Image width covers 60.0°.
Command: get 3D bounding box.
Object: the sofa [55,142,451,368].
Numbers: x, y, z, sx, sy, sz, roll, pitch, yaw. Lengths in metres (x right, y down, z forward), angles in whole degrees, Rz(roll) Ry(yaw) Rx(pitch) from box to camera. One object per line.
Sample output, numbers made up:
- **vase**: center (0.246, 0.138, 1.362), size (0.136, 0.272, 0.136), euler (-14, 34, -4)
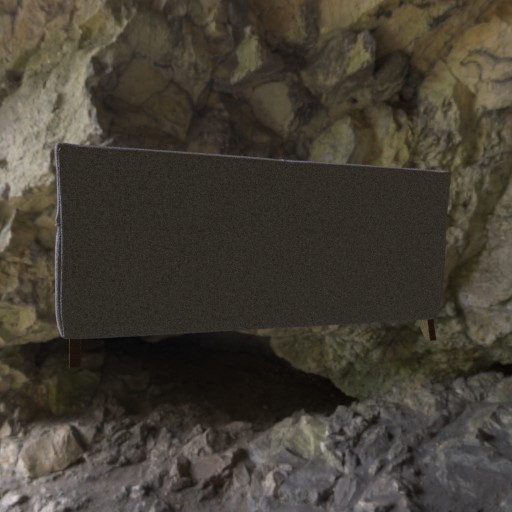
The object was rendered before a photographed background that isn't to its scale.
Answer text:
- **sofa**: center (0.000, 0.000, 2.487), size (2.026, 0.942, 0.854), euler (0, 0, -18)
